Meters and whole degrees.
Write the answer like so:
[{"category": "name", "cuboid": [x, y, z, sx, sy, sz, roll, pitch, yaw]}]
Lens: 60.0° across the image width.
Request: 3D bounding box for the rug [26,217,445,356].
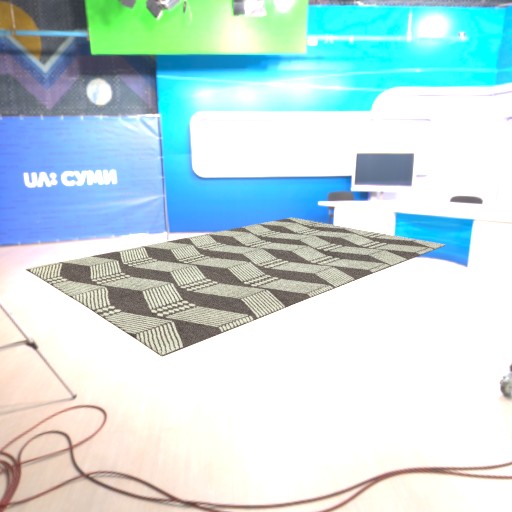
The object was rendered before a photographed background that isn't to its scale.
[{"category": "rug", "cuboid": [0.000, 0.000, 2.985, 2.435, 0.011, 1.517, -14, 21, -42]}]
